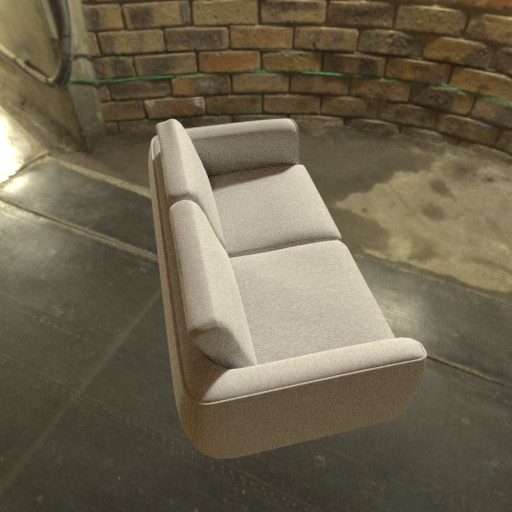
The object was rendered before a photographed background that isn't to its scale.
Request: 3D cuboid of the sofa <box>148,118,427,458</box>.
[{"bbox_3d":[0.000,0.000,2.153,0.920,0.850,1.700,-10,47,-9],"label":"sofa"}]
